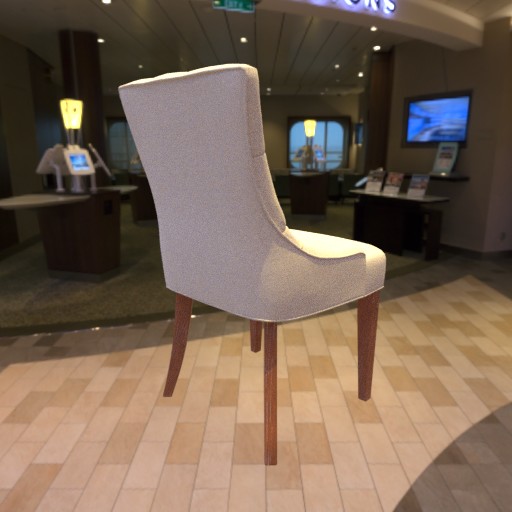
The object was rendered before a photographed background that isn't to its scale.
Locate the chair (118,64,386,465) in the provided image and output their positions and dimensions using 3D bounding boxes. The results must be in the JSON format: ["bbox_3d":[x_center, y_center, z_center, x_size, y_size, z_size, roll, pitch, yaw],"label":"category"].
[{"bbox_3d":[0.000,0.000,1.199,0.509,0.874,0.565,13,19,43],"label":"chair"}]
